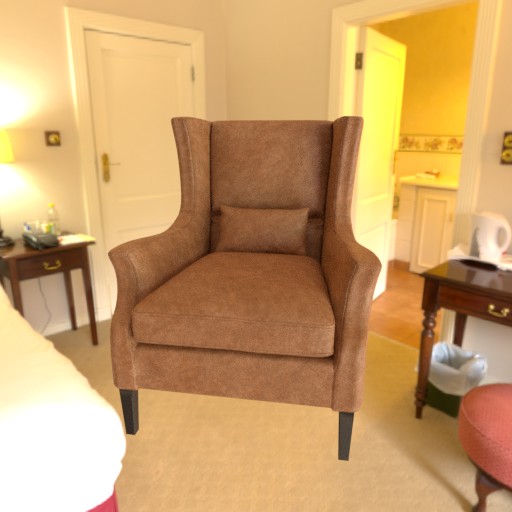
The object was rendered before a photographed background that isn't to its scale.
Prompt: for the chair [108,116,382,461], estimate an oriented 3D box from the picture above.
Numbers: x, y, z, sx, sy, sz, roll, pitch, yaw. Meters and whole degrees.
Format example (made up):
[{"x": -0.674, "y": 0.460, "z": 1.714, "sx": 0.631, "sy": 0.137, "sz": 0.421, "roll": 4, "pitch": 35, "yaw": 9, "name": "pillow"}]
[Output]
[{"x": 0.000, "y": 0.000, "z": 1.671, "sx": 0.853, "sy": 1.016, "sz": 0.926, "roll": 3, "pitch": 16, "yaw": 10, "name": "chair"}]
